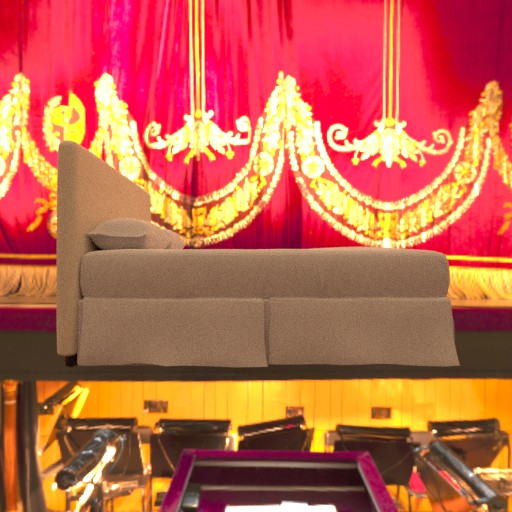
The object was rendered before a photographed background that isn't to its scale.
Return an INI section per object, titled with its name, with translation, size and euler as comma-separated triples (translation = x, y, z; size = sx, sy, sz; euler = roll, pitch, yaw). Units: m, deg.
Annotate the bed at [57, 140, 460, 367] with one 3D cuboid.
[bed]
translation = 0.000, 0.000, 3.527
size = 2.341, 1.317, 2.119
euler = 0, -1, -1
